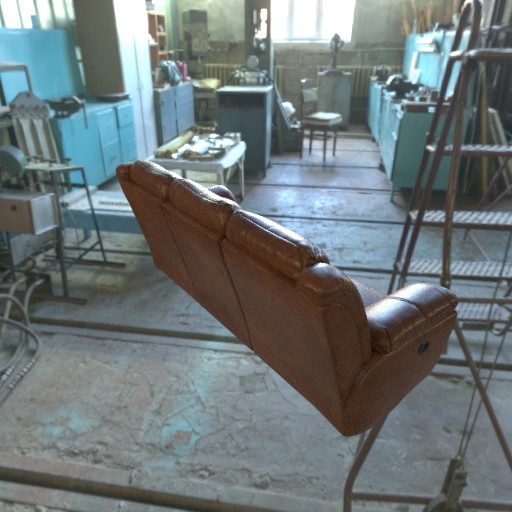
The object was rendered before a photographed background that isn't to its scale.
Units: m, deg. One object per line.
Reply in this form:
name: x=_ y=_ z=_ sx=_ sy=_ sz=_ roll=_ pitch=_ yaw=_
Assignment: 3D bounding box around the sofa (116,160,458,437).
sofa: x=0.000 y=0.000 z=2.889 sx=0.991 sy=1.043 sz=2.337 roll=-18 pitch=31 yaw=-32
